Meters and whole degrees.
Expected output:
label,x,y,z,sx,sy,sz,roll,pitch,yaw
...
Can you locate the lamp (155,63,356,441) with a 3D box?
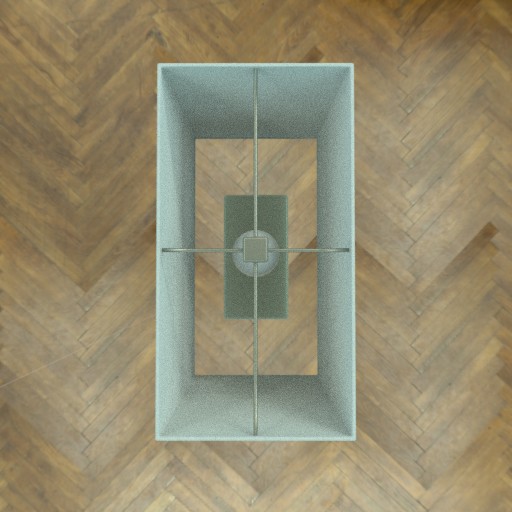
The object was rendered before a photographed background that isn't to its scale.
label,x,y,z,sx,sy,sz,roll,pitch,yaw
lamp,0.000,0.000,0.689,0.200,0.515,0.380,0,89,0
